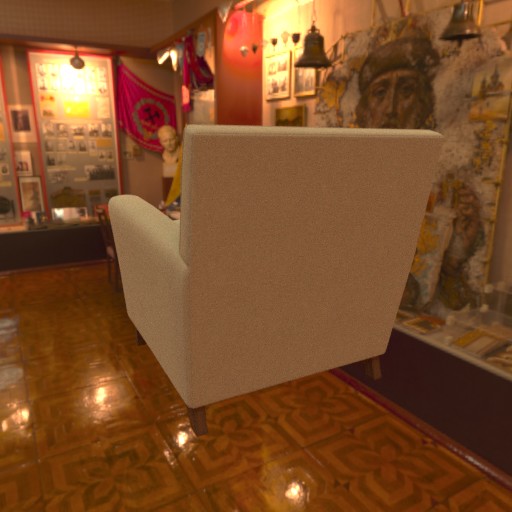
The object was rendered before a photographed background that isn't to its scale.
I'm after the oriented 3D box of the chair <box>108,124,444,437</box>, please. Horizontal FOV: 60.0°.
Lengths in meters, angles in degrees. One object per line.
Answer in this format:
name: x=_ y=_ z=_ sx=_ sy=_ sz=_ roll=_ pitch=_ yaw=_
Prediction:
chair: x=0.000 y=0.000 z=1.565 sx=0.840 sy=0.846 sz=0.871 roll=-7 pitch=16 yaw=-27
